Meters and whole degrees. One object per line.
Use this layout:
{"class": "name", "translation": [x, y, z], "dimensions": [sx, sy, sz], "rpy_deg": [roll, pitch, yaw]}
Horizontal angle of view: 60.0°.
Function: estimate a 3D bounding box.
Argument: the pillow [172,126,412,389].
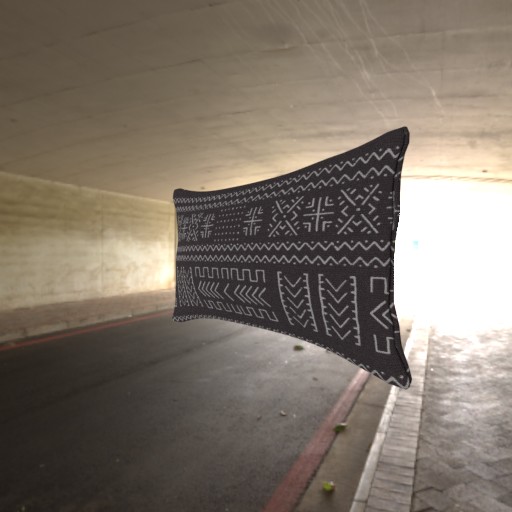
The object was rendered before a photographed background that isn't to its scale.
{"class": "pillow", "translation": [0.000, 0.000, 0.810], "dimensions": [0.135, 0.322, 0.667], "rpy_deg": [0, 0, -35]}
